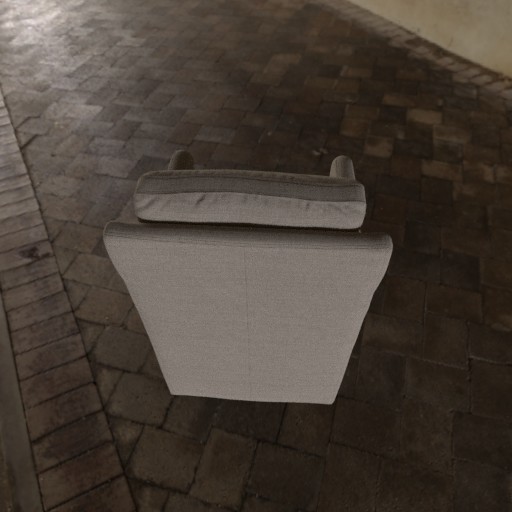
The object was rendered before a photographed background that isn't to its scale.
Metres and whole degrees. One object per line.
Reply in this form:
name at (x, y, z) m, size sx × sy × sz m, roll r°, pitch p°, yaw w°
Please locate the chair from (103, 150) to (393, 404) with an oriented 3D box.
chair at (0.000, 0.000, 1.399) m, size 0.626 × 0.914 × 0.694 m, roll 3°, pitch 47°, yaw 3°
